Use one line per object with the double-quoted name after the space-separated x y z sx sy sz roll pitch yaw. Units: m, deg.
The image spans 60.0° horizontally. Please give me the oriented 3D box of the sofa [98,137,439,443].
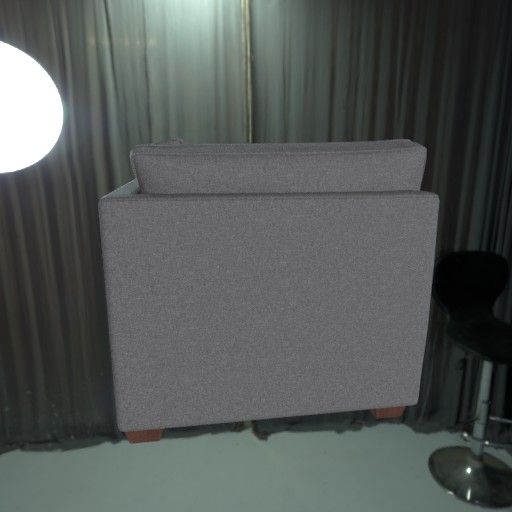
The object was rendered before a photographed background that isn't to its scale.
0.000 0.000 1.954 1.084 1.002 1.146 -2 14 -8 "sofa"
